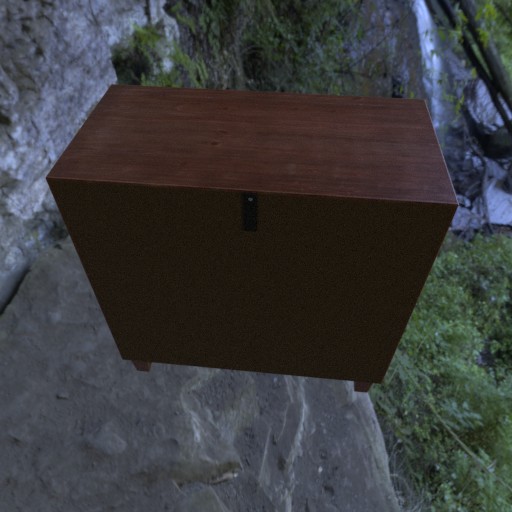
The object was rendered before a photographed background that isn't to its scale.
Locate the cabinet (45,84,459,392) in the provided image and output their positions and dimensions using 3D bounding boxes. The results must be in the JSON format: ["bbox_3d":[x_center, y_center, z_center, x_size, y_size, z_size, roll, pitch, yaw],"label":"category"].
[{"bbox_3d":[0.000,0.000,1.266,0.796,0.785,0.412,4,47,4],"label":"cabinet"}]
